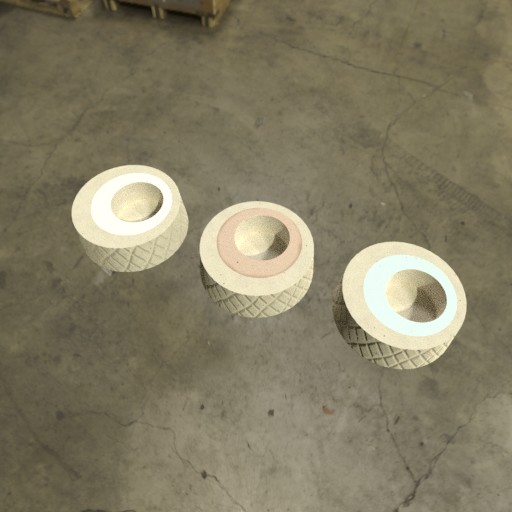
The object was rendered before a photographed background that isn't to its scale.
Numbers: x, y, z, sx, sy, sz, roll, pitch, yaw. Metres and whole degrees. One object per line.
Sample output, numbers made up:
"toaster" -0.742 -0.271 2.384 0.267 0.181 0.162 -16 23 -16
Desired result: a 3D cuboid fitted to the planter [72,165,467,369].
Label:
"planter" 0.000 0.000 0.430 0.390 0.038 0.114 18 59 11
